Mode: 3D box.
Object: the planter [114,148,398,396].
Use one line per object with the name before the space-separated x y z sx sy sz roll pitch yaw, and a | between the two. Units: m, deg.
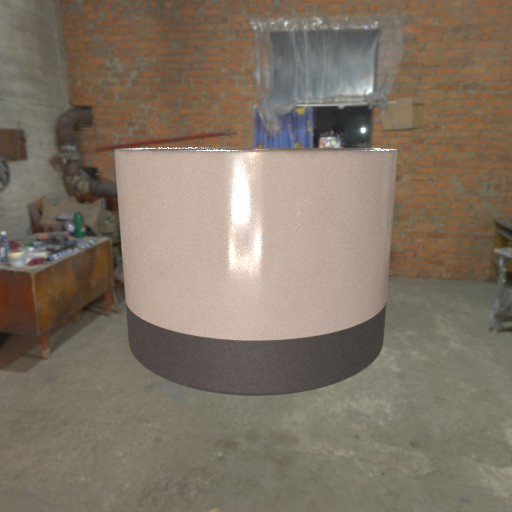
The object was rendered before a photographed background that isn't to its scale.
planter | 0.000 0.000 0.223 0.128 0.105 0.128 0 14 0
